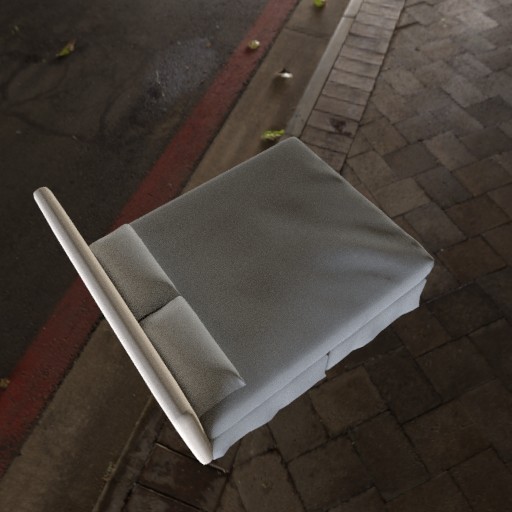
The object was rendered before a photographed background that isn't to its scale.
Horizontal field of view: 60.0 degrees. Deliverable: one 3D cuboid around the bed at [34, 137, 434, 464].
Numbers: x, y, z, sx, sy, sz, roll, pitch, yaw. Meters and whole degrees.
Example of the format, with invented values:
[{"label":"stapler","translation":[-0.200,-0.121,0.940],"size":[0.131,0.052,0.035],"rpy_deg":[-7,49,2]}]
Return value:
[{"label":"bed","translation":[0.000,0.000,3.173],"size":[2.142,1.330,1.748],"rpy_deg":[-32,63,-19]}]
